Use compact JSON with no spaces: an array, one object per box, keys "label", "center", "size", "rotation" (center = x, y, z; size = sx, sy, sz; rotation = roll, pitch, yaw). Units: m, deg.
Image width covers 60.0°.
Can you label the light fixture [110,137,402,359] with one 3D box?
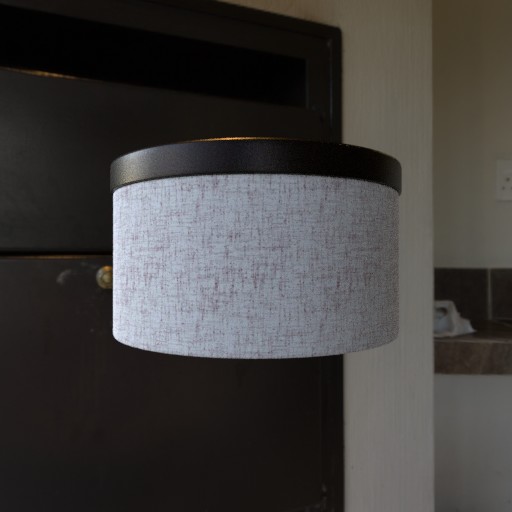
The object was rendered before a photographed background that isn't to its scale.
[{"label":"light fixture","center":[0.000,0.000,0.623],"size":[0.389,0.229,0.389],"rotation":[0,0,0]}]
